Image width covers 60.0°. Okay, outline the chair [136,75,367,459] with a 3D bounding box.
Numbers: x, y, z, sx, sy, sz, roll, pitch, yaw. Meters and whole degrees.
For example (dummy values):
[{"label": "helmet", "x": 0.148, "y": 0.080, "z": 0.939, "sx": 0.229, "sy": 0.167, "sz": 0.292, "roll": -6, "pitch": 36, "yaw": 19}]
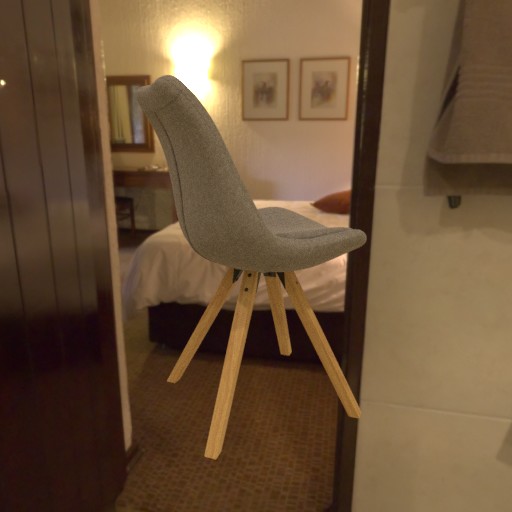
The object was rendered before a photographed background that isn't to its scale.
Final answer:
[{"label": "chair", "x": 0.000, "y": 0.000, "z": 1.206, "sx": 0.550, "sy": 0.865, "sz": 0.483, "roll": -7, "pitch": 16, "yaw": -24}]
